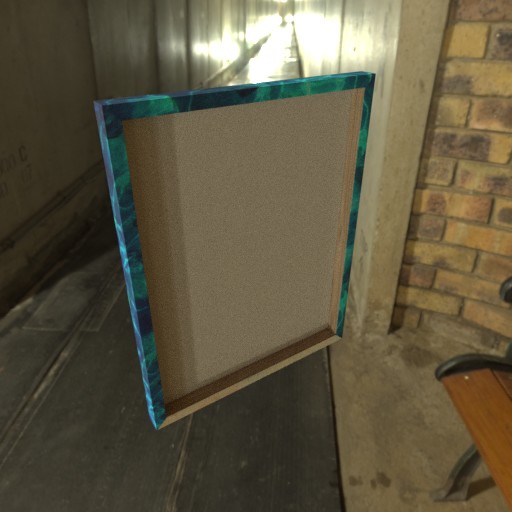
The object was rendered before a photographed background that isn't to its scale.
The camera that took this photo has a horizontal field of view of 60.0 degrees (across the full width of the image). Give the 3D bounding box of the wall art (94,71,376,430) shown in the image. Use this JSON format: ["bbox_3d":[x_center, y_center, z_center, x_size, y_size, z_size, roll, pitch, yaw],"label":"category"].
[{"bbox_3d":[0.000,0.000,0.872,0.508,0.635,0.038,-19,35,-29],"label":"wall art"}]
